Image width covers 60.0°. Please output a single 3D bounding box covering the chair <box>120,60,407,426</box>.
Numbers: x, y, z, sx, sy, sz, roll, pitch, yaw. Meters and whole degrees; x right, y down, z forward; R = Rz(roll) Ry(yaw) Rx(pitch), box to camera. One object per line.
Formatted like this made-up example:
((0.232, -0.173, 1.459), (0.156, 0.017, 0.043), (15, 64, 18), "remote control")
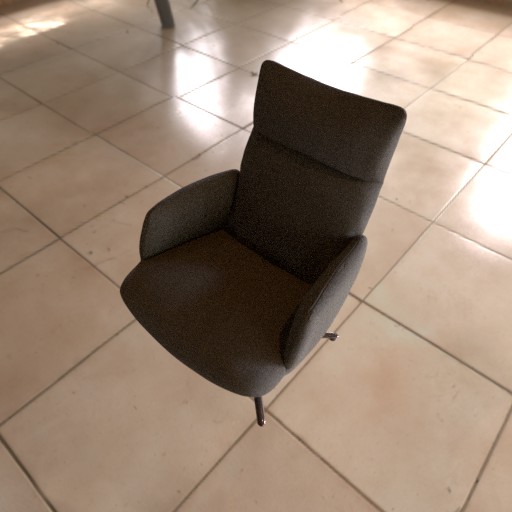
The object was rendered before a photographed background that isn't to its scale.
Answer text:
((0.000, 0.000, 1.532), (0.702, 0.984, 0.831), (32, 55, 26), "chair")
